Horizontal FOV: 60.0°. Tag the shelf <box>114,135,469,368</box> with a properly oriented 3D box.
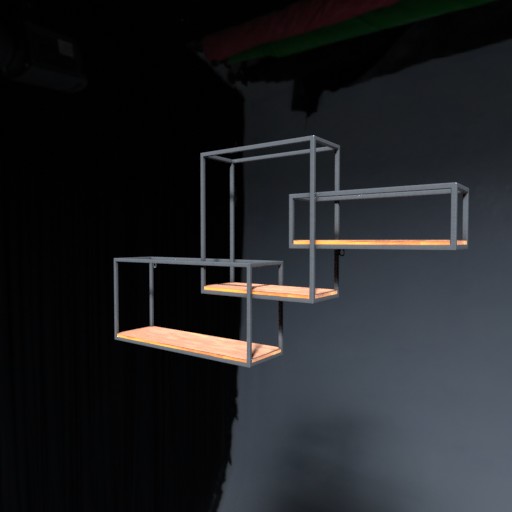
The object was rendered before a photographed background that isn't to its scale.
[{"bbox_3d":[0.000,0.000,2.072,1.781,0.972,0.275,1,2,36],"label":"shelf"}]
